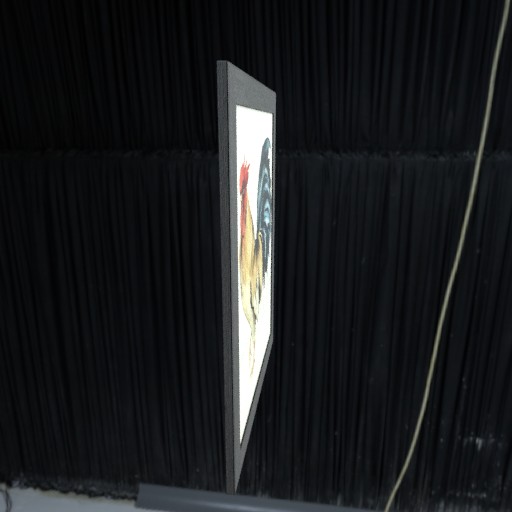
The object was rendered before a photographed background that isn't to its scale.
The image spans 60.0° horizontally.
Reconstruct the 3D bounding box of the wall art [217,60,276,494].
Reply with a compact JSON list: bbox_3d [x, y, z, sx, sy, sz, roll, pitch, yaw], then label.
[{"bbox_3d":[0.000,0.000,0.777,0.013,0.570,0.476,2,16,8],"label":"wall art"}]
